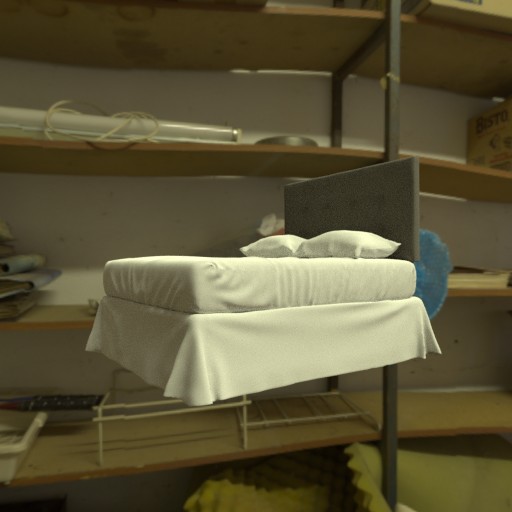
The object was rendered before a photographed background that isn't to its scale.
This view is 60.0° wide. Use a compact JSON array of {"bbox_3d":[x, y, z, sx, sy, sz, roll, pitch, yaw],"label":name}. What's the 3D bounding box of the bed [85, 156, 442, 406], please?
[{"bbox_3d":[0.000,0.000,3.575,2.222,1.577,1.936,0,-1,-35],"label":"bed"}]
